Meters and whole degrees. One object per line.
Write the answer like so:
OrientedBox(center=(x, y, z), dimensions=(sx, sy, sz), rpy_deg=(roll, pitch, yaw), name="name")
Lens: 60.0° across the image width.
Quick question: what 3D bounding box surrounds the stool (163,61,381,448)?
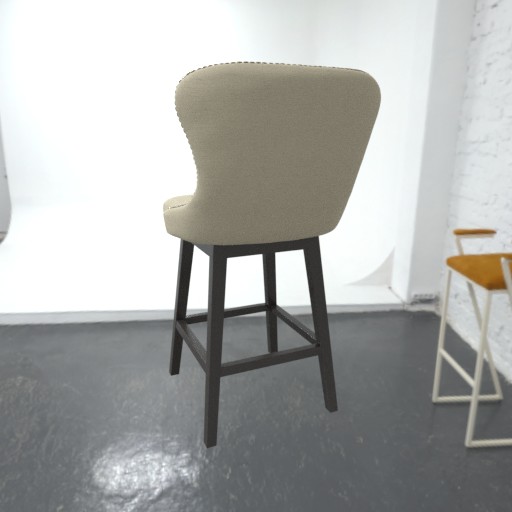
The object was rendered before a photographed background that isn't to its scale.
OrientedBox(center=(0.000, 0.000, 1.301), dimensions=(0.528, 0.971, 0.593), rpy_deg=(-7, 16, -23), name="stool")
